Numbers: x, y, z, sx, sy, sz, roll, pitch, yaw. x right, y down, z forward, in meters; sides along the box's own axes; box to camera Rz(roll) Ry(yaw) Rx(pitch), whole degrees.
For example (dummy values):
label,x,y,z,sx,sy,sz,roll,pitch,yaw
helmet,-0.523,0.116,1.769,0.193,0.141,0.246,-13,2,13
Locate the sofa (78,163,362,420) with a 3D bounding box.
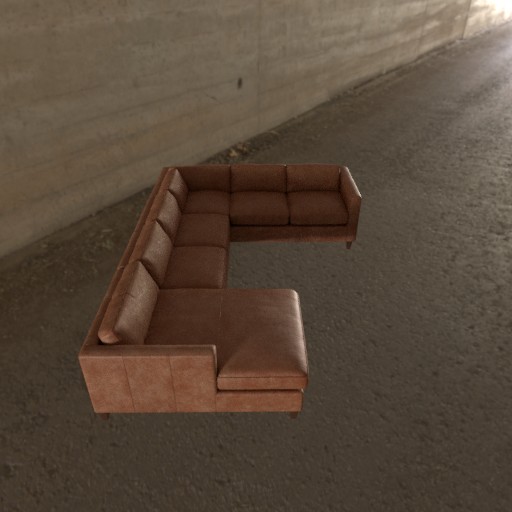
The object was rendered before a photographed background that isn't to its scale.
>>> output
label,x,y,z,sx,sy,sz,roll,pitch,yaw
sofa,0.000,0.000,4.558,2.430,0.832,3.401,0,33,0
